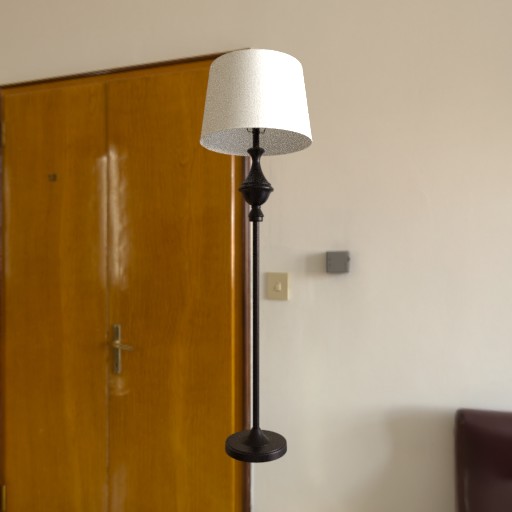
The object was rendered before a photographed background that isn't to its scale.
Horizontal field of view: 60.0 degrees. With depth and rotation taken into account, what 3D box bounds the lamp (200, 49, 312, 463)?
[{"bbox_3d":[0.000,0.000,1.709,0.431,1.484,0.431,0,0,0],"label":"lamp"}]
